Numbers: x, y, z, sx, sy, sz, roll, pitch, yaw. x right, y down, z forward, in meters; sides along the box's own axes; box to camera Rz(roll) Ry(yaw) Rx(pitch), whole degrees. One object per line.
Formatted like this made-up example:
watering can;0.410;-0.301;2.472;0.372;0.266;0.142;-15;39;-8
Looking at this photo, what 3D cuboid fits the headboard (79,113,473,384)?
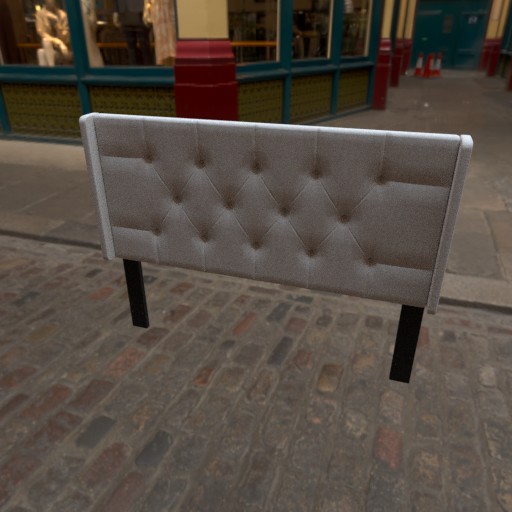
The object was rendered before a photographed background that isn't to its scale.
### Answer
headboard;0.000;0.000;2.629;2.051;1.524;0.184;8;28;16
